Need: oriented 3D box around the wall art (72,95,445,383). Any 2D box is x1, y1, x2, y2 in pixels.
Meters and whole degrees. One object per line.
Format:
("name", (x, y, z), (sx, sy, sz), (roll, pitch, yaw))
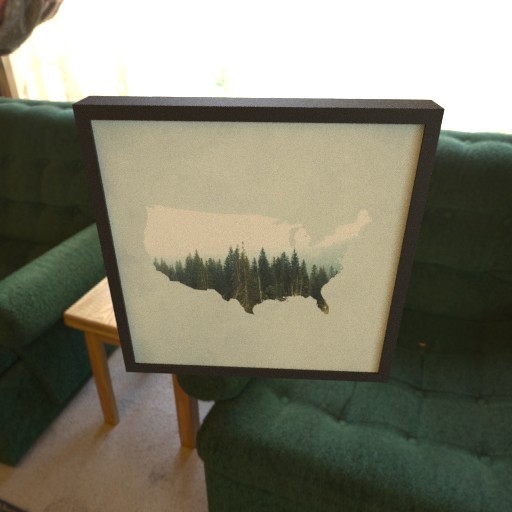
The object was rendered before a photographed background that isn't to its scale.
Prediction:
("wall art", (0.000, 0.000, 0.454), (0.304, 0.304, 0.038), (2, 30, 3))
